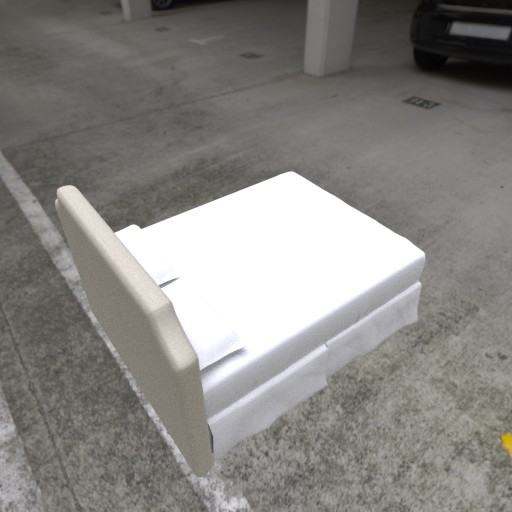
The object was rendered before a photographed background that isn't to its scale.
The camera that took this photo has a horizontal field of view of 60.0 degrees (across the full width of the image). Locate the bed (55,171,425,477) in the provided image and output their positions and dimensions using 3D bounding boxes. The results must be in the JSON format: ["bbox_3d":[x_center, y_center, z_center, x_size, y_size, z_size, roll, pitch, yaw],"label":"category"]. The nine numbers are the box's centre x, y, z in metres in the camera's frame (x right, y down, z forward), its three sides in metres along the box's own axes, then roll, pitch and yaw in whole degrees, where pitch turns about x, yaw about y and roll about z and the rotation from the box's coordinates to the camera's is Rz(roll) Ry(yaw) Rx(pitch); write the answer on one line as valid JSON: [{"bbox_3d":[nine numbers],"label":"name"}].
[{"bbox_3d":[0.000,0.000,3.198,2.116,1.290,1.693,-26,47,-27],"label":"bed"}]
